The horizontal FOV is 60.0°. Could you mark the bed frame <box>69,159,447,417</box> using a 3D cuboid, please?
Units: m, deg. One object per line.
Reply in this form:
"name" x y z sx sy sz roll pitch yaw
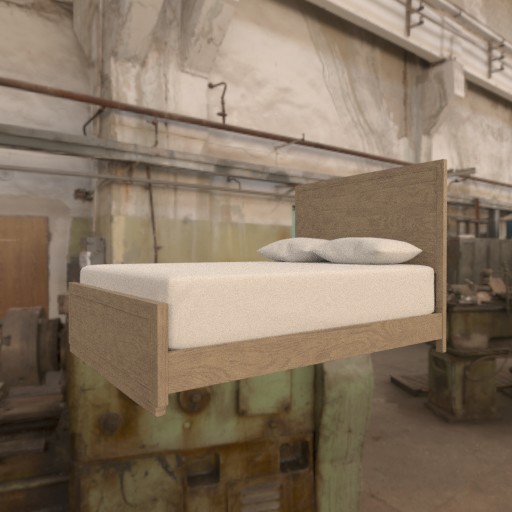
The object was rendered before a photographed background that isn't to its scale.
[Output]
"bed frame" 0.000 0.000 3.177 2.189 1.369 1.606 -1 1 -35
